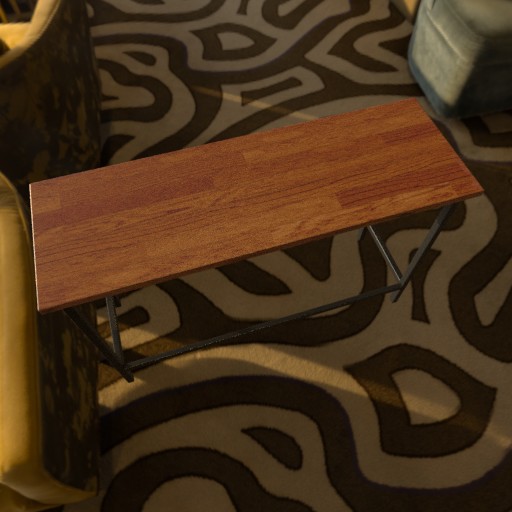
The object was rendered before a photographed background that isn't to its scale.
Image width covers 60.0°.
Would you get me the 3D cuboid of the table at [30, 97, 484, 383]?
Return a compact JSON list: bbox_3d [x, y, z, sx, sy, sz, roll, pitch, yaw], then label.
[{"bbox_3d":[0.000,0.000,1.552,1.204,0.740,0.408,-15,60,-9],"label":"table"}]
